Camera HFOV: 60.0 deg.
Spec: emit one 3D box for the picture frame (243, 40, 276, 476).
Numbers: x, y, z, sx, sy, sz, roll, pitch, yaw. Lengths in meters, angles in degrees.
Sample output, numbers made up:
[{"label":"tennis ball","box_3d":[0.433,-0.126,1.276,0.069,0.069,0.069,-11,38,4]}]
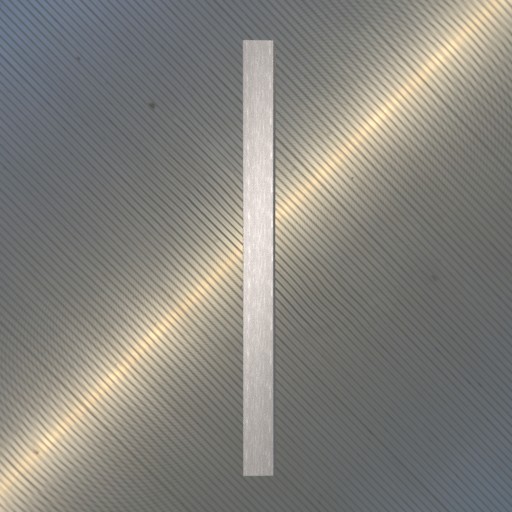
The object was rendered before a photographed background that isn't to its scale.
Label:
[{"label":"picture frame","box_3d":[0.000,0.000,0.522,0.027,0.378,0.327,0,91,-1]}]
